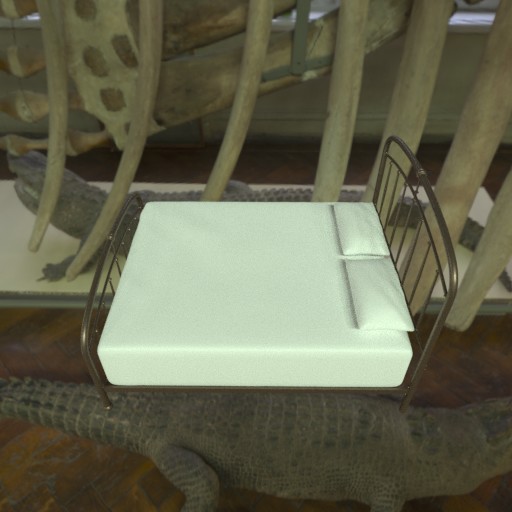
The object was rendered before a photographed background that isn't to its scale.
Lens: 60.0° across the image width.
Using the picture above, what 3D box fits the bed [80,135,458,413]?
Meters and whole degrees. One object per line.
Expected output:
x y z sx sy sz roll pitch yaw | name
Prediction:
0.000 0.000 3.299 2.168 1.475 1.711 0 42 0 | bed
